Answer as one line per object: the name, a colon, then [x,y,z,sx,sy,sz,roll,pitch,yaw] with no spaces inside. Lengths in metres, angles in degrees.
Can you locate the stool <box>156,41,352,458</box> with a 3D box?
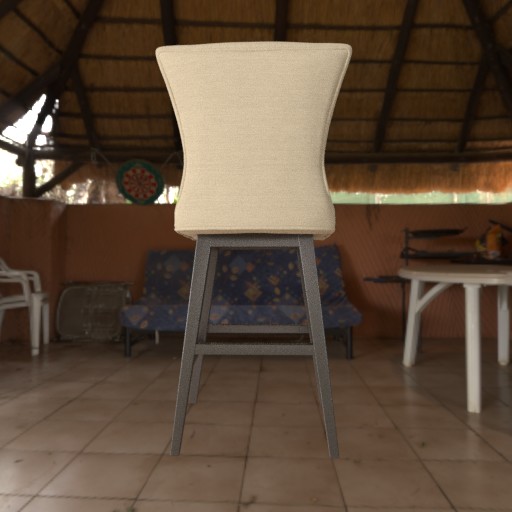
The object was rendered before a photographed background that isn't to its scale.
stool: [0.000,0.000,1.374,0.514,1.086,0.574,0,-1,2]
